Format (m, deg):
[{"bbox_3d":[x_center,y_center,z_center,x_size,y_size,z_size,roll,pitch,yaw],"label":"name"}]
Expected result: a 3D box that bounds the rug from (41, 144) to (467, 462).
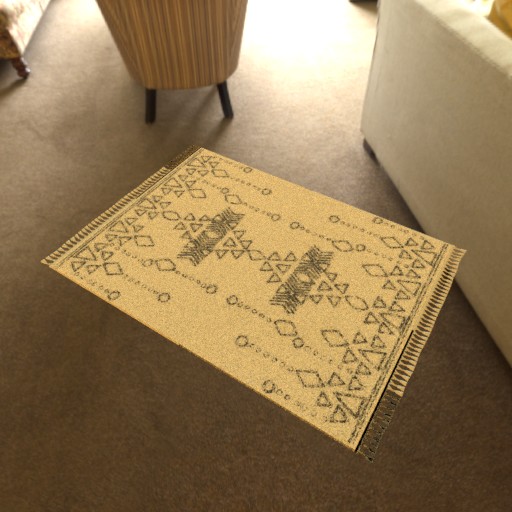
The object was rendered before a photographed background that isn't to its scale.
[{"bbox_3d":[0.000,0.000,2.924,2.312,0.013,1.600,25,52,21],"label":"rug"}]
